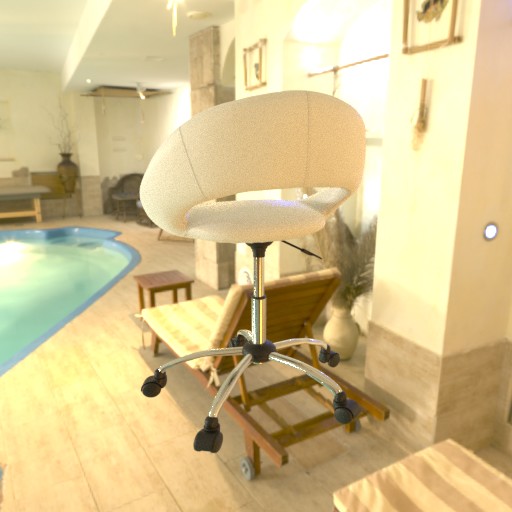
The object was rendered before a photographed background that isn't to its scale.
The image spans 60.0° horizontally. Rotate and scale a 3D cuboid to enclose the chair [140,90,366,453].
[{"bbox_3d":[0.000,0.000,1.188,0.612,0.791,0.538,-7,16,-27],"label":"chair"}]
